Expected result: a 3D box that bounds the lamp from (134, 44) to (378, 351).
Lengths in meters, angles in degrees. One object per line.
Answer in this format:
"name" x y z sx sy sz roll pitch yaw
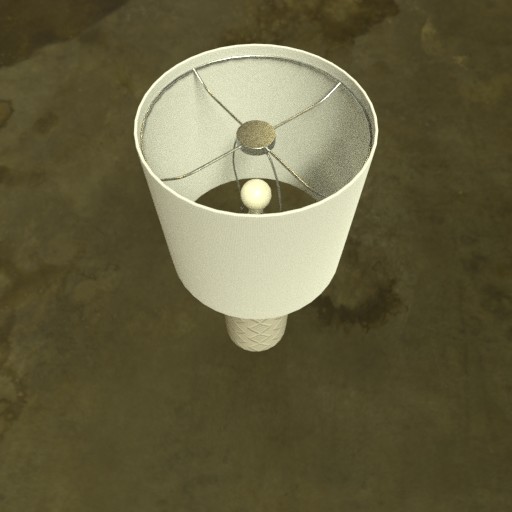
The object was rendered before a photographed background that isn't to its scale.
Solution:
"lamp" 0.000 0.000 0.576 0.207 0.461 0.207 -33 65 -18
